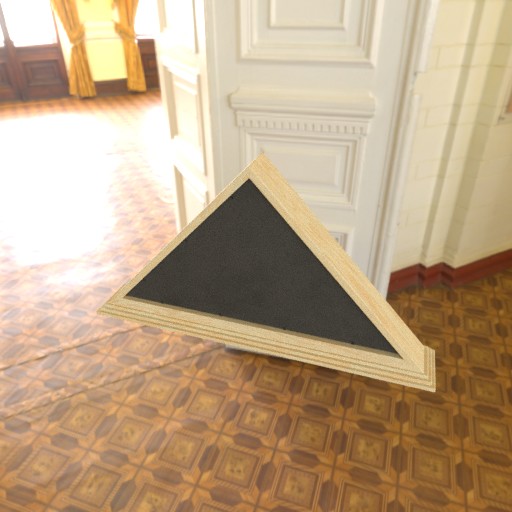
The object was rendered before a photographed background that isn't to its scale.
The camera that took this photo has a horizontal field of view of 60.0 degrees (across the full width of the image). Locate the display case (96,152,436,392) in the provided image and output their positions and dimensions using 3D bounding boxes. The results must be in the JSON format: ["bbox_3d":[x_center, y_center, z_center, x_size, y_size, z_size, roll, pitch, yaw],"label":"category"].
[{"bbox_3d":[0.000,0.000,0.751,0.640,0.340,0.095,10,33,15],"label":"display case"}]
